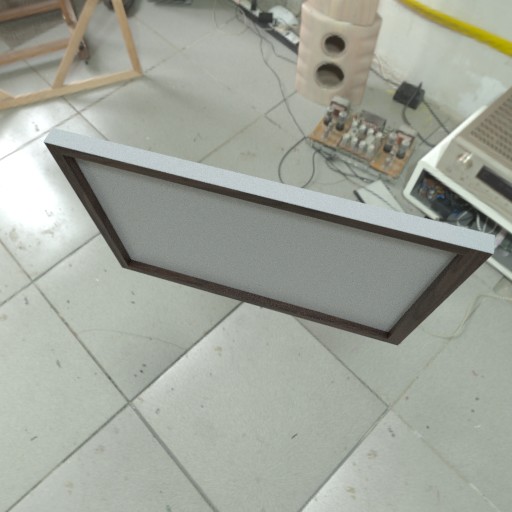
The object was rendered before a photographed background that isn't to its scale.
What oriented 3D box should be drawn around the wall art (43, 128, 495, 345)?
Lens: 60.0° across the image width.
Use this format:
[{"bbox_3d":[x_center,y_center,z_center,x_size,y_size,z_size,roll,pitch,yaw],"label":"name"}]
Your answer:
[{"bbox_3d":[0.000,0.000,1.426,1.138,0.761,0.051,15,64,7],"label":"wall art"}]
